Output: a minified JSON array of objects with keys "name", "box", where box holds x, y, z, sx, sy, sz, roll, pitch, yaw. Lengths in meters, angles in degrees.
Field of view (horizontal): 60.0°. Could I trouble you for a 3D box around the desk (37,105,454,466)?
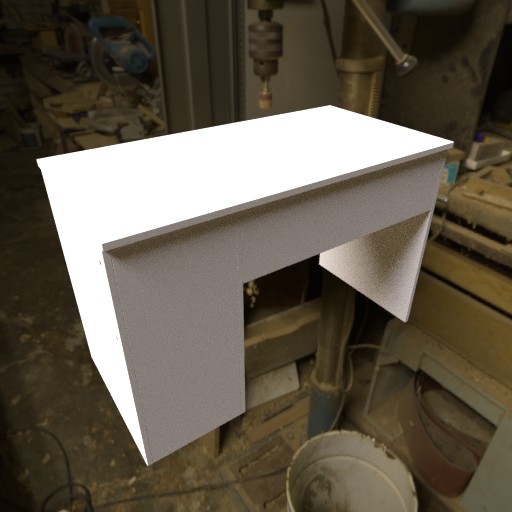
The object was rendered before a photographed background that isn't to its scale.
[{"name":"desk","box":[0.000,0.000,1.491,1.096,0.730,0.560,-20,37,-29]}]
